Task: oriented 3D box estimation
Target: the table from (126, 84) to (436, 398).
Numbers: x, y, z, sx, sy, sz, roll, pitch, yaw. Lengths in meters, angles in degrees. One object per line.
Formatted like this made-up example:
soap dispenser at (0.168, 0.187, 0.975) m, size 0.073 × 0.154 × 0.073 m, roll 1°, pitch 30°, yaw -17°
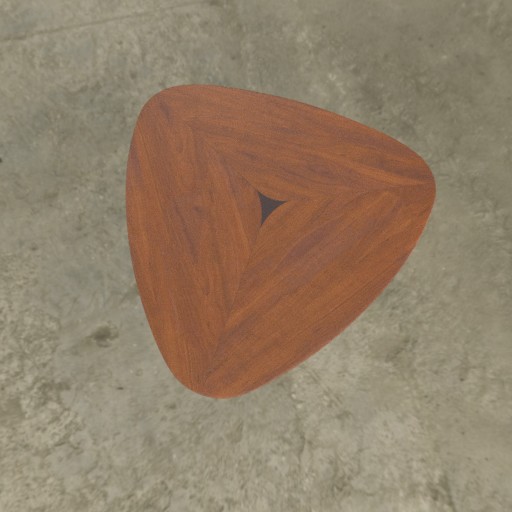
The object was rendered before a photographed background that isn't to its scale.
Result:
table at (0.000, 0.000, 1.337) m, size 0.833 × 0.413 × 0.821 m, roll 18°, pitch 76°, yaw 4°
